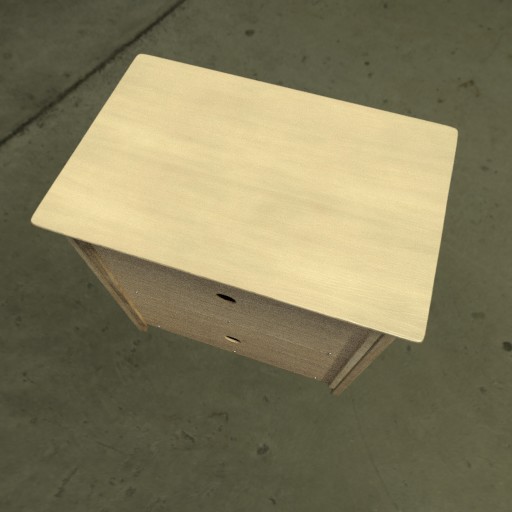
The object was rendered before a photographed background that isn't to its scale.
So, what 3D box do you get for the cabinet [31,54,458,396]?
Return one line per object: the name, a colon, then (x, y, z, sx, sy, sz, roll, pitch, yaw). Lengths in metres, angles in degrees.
cabinet: (0.000, 0.000, 1.247, 0.763, 0.762, 0.503, 16, 65, 8)
